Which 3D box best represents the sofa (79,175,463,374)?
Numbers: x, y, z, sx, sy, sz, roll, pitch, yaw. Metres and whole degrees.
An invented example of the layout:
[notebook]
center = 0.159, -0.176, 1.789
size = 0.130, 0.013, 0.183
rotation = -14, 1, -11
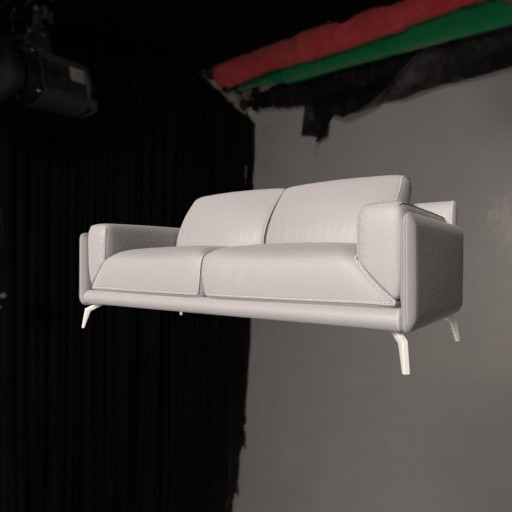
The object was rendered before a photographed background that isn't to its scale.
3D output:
[sofa]
center = 0.000, 0.000, 2.584
size = 2.100, 0.900, 0.969
rotation = -1, -1, 35
